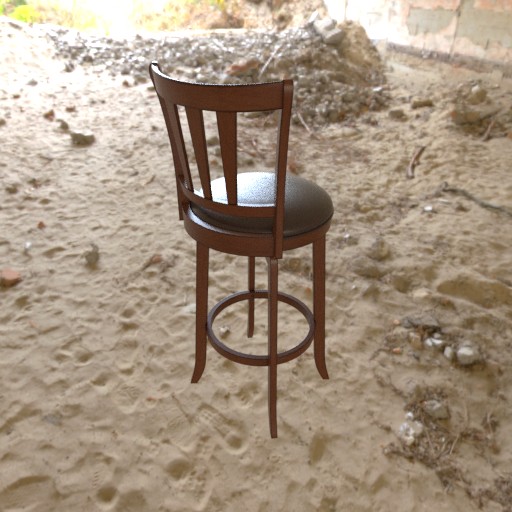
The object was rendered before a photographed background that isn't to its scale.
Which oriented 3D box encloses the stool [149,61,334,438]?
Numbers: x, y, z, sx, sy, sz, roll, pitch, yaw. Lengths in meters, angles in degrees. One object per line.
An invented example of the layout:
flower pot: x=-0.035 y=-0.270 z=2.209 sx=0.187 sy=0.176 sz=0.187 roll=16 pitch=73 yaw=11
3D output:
stool: x=0.000 y=0.000 z=1.457 sx=0.464 sy=1.177 sz=0.503 roll=22 pitch=37 yaw=33
